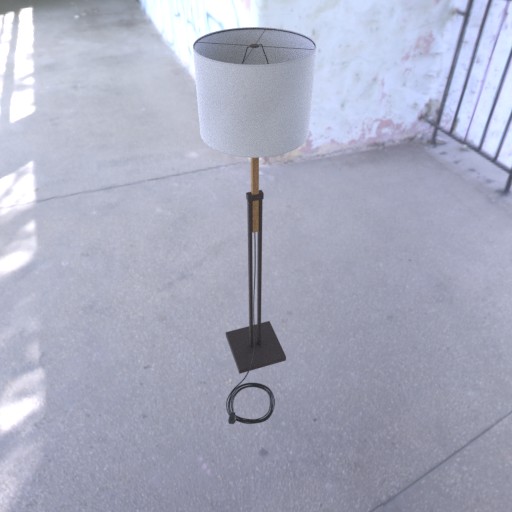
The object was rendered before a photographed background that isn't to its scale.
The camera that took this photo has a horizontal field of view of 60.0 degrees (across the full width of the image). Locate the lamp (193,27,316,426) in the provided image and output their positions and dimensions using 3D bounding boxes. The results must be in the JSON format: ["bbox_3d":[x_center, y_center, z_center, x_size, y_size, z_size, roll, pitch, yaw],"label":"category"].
[{"bbox_3d":[0.000,0.000,1.916,0.474,1.650,0.639,-13,43,-14],"label":"lamp"}]
